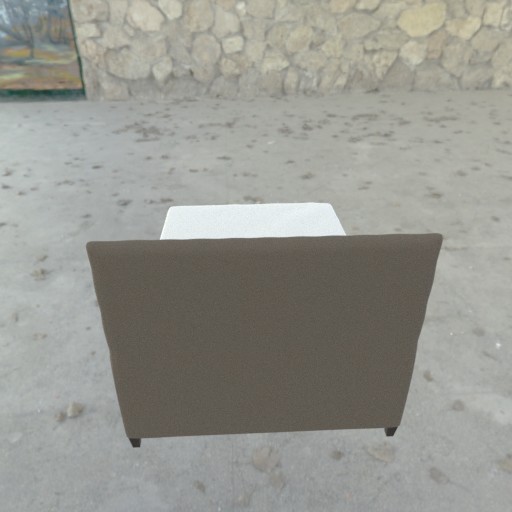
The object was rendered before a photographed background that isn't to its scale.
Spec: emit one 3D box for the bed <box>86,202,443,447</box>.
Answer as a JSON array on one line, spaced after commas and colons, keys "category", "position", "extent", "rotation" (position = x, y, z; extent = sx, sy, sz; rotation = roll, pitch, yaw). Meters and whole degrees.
[{"category": "bed", "position": [0.000, 0.000, 3.354], "extent": [1.696, 1.426, 2.233], "rotation": [-1, 30, -3]}]
